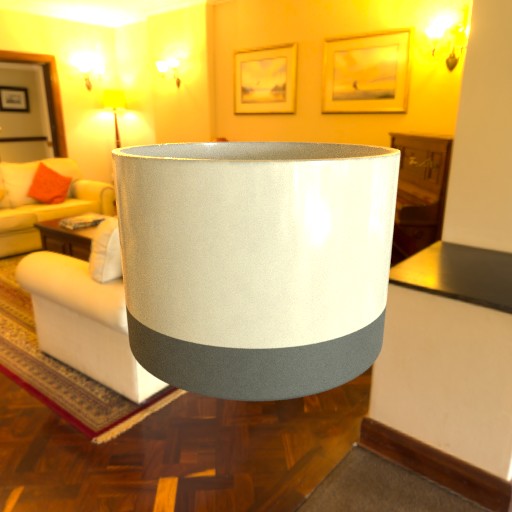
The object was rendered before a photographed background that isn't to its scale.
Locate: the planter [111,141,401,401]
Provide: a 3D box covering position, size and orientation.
[{"bbox_3d":[0.000,0.000,0.221,0.128,0.105,0.128,0,17,0],"label":"planter"}]
